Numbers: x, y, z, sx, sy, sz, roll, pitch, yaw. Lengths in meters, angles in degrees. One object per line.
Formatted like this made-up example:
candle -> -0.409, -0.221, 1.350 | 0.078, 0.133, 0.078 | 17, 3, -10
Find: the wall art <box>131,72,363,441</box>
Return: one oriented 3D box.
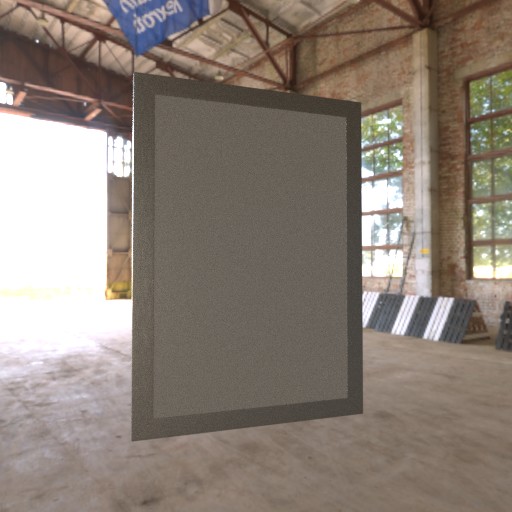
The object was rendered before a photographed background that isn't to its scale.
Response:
wall art -> 0.000, 0.000, 0.699 | 0.376, 0.529, 0.013 | 0, -1, -19
